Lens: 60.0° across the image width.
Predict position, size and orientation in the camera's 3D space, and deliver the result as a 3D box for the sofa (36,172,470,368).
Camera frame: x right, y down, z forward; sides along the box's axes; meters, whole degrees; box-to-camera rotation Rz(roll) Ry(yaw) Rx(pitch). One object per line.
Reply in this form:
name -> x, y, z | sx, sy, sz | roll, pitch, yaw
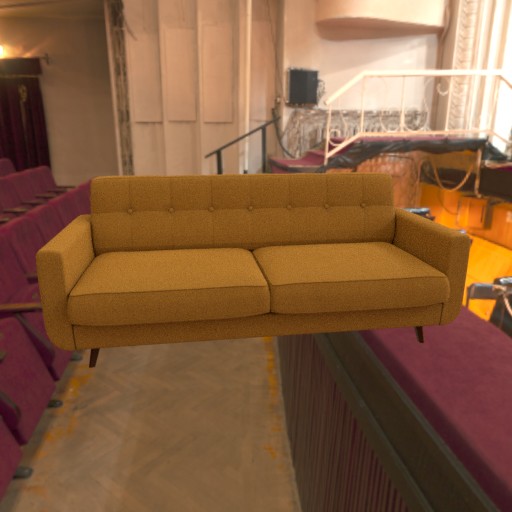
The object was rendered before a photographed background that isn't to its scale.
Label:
sofa -> 0.000, 0.000, 2.446 | 2.029, 0.841, 0.909 | -2, 16, -8
